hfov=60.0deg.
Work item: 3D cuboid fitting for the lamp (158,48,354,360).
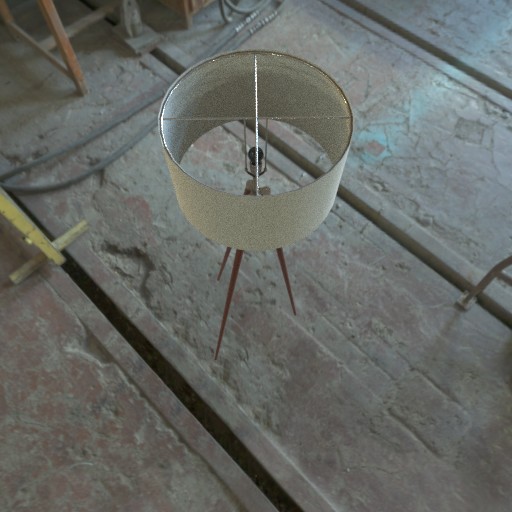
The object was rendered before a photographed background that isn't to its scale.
[{"bbox_3d":[0.000,0.000,1.786,0.483,1.553,0.483,-1,64,0],"label":"lamp"}]
